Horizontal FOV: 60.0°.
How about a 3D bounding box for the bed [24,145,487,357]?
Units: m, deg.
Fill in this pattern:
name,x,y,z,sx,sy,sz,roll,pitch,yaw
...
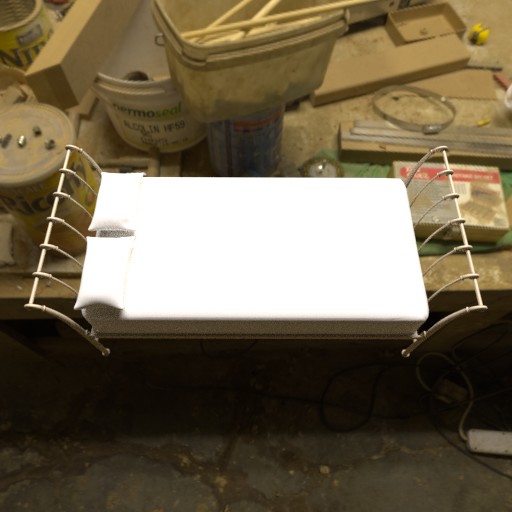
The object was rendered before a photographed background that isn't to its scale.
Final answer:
name,x,y,z,sx,sy,sz,roll,pitch,yaw
bed,0.000,0.000,2.726,2.228,0.873,1.032,0,63,0
